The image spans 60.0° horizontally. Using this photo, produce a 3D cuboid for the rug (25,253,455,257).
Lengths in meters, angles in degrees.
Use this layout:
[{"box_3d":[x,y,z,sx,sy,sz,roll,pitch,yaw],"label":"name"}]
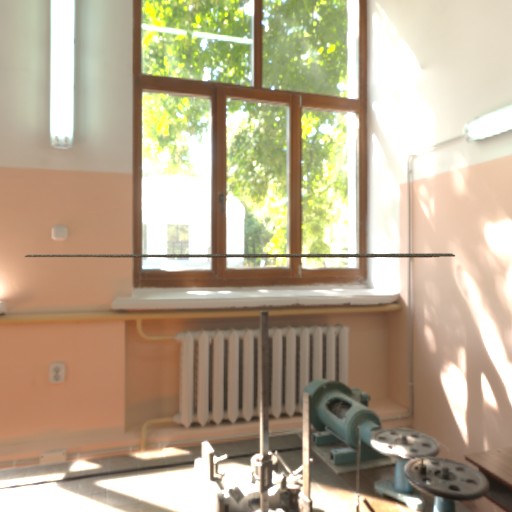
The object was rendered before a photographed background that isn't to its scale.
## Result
[{"box_3d":[0.000,0.000,3.974,3.063,0.024,2.158,0,0,18],"label":"rug"}]
